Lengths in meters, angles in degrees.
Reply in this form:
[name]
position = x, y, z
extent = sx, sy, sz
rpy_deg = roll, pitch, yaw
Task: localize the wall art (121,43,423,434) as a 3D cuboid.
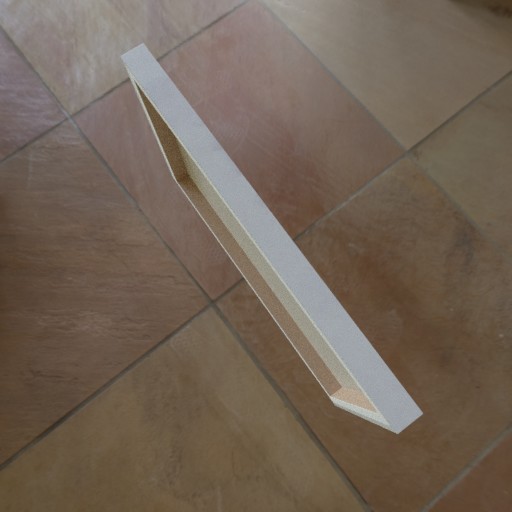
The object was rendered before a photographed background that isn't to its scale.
[wall art]
position = 0.000, 0.000, 0.762
extent = 0.038, 0.407, 0.609
rpy_deg = -34, 78, -8
